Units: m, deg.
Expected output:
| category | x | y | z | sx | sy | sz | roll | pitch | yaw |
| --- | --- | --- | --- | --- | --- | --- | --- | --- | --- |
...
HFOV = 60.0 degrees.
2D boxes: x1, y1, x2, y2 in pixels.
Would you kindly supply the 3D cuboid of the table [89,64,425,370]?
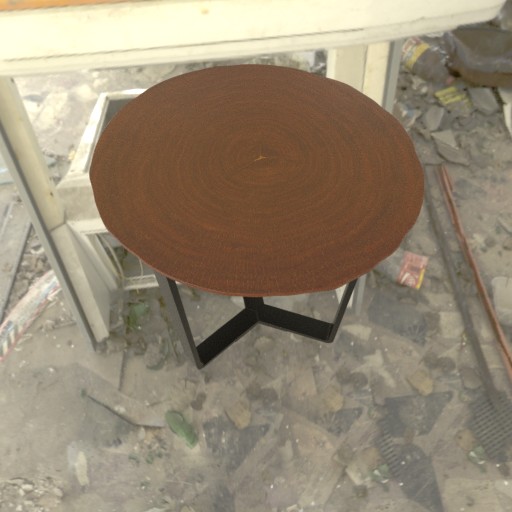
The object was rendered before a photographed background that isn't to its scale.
| category | x | y | z | sx | sy | sz | roll | pitch | yaw |
| --- | --- | --- | --- | --- | --- | --- | --- | --- | --- |
| table | 0.000 | 0.000 | 0.739 | 0.410 | 0.450 | 0.380 | 15 | 59 | 10 |
